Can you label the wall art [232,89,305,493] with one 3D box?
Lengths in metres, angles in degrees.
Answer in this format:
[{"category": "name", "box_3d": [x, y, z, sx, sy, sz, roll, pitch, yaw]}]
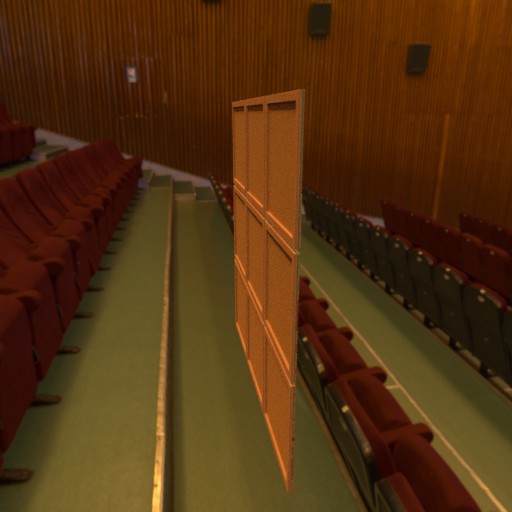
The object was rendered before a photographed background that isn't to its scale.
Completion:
[{"category": "wall art", "box_3d": [0.000, 0.000, 1.355, 0.012, 0.910, 0.911, -3, 18, -10]}]
